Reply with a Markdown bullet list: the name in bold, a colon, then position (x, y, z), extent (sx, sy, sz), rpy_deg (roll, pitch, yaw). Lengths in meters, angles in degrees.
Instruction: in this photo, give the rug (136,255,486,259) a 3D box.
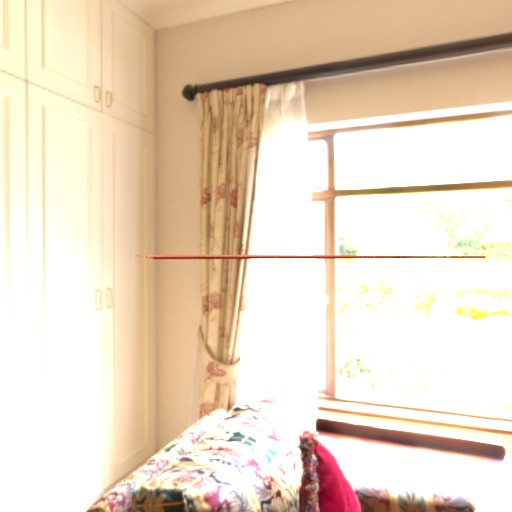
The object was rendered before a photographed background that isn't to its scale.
- **rug**: position (0.000, 0.000, 3.023), extent (1.535, 0.010, 2.431), rpy_deg (0, 0, -17)
